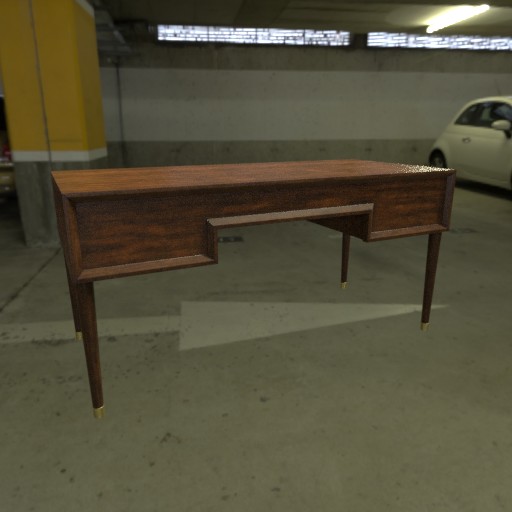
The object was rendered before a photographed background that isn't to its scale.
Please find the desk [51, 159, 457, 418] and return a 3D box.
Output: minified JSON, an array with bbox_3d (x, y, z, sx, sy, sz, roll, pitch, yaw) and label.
[{"bbox_3d":[0.000,0.000,1.998,1.575,0.762,0.724,-8,18,-25],"label":"desk"}]
